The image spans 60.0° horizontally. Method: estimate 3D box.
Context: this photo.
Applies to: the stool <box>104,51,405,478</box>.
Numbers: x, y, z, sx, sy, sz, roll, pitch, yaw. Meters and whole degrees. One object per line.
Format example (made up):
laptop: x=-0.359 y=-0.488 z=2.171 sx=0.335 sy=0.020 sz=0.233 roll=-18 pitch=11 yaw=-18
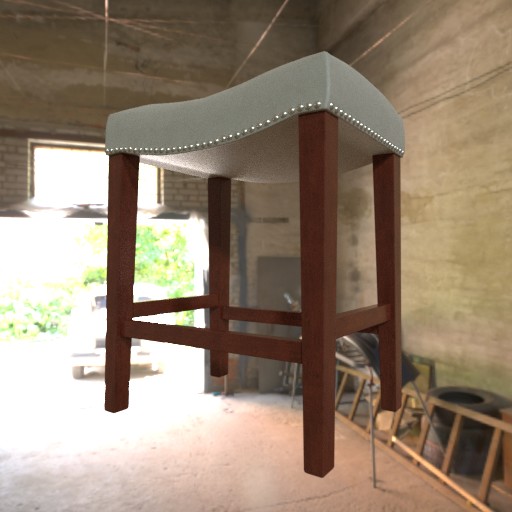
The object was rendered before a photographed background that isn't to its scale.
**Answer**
stool: x=0.000 y=0.000 z=0.913 sx=0.509 sy=0.632 sz=0.375 roll=0 pitch=-1 yaw=35
